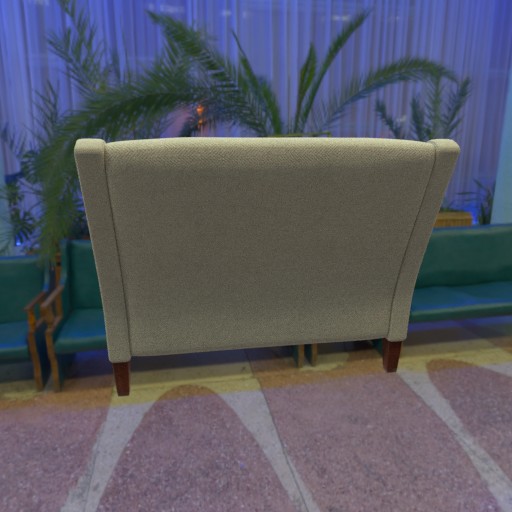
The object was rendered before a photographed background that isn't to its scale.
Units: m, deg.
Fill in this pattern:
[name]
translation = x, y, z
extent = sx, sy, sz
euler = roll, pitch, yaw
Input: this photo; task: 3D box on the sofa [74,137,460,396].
[sofa]
translation = 0.000, 0.000, 1.904
extent = 1.212, 0.976, 0.946
euler = -2, 15, -9
